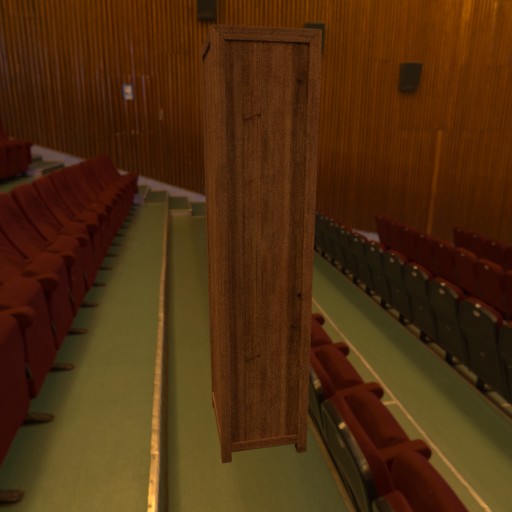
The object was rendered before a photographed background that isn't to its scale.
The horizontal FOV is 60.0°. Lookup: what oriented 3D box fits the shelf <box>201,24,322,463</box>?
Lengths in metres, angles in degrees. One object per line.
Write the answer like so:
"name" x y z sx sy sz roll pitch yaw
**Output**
"shelf" 0.000 0.000 2.134 0.428 1.900 0.500 -3 16 -11
